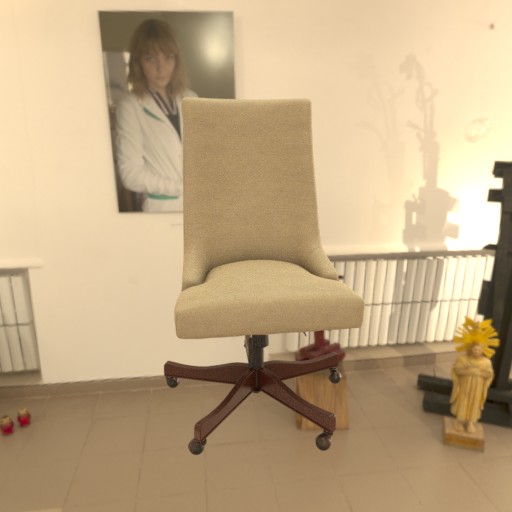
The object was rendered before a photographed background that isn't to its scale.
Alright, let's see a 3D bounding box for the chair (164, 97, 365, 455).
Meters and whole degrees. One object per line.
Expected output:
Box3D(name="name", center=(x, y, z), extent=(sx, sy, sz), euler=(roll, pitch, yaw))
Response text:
Box3D(name="chair", center=(0.000, 0.000, 1.452), extent=(0.645, 1.010, 0.696), euler=(-2, 16, -8))
